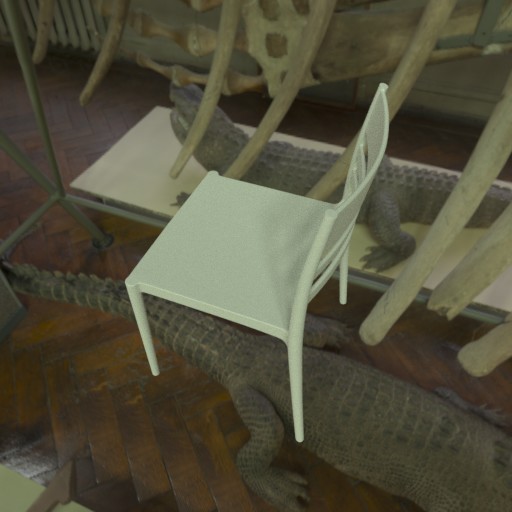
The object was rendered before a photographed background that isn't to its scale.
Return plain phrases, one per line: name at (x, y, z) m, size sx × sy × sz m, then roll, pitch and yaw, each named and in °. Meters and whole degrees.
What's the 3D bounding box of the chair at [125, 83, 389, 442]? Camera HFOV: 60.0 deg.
chair at (0.000, 0.000, 1.160) m, size 0.511 × 0.800 × 0.531 m, roll 16°, pitch 49°, yaw 14°
